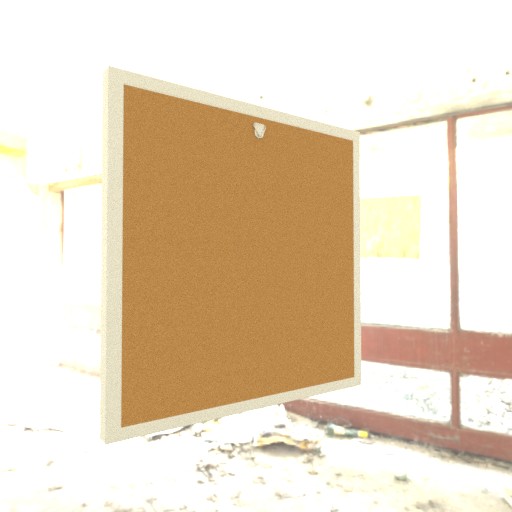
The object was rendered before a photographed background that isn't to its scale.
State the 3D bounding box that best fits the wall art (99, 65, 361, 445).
[{"bbox_3d":[0.000,0.000,1.125,0.761,0.762,0.050,1,-2,-36],"label":"wall art"}]
